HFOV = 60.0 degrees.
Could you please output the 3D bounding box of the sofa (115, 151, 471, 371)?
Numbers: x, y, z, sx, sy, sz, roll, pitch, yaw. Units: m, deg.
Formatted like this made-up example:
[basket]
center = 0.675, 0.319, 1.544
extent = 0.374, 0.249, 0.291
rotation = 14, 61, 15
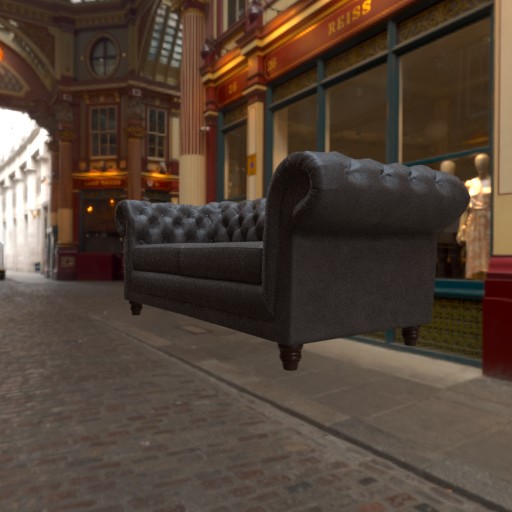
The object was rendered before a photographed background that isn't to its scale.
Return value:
[sofa]
center = 0.000, 0.000, 2.449
extent = 0.944, 0.779, 2.048
rotation = -1, 1, -35
